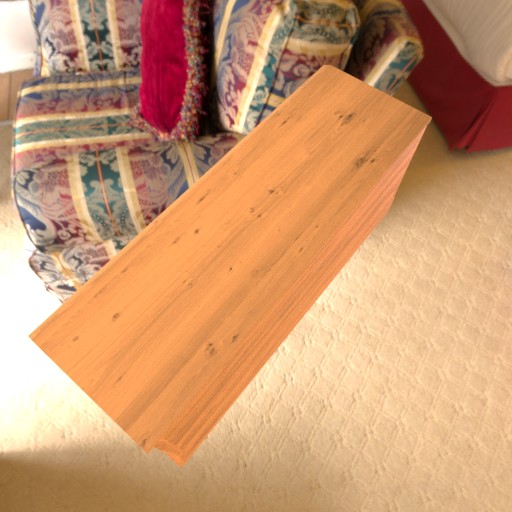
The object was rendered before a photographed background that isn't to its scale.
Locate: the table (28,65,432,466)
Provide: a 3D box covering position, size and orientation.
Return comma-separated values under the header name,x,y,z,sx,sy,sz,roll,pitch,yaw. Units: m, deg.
name,x,y,z,sx,sy,sz,roll,pitch,yaw
table,0.000,0.000,1.406,0.400,0.510,1.200,36,67,17
